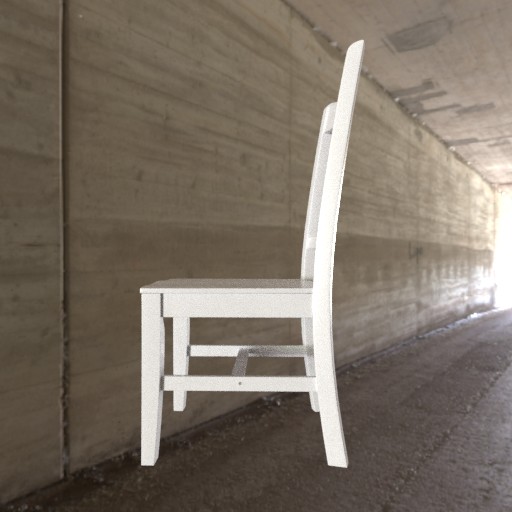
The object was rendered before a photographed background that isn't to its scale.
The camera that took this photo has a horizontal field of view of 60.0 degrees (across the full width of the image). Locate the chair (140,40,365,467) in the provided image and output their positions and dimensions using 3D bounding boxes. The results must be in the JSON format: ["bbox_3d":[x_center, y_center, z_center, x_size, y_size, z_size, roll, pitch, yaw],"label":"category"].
[{"bbox_3d":[0.000,0.000,1.251,0.555,0.998,0.450,0,0,1],"label":"chair"}]
